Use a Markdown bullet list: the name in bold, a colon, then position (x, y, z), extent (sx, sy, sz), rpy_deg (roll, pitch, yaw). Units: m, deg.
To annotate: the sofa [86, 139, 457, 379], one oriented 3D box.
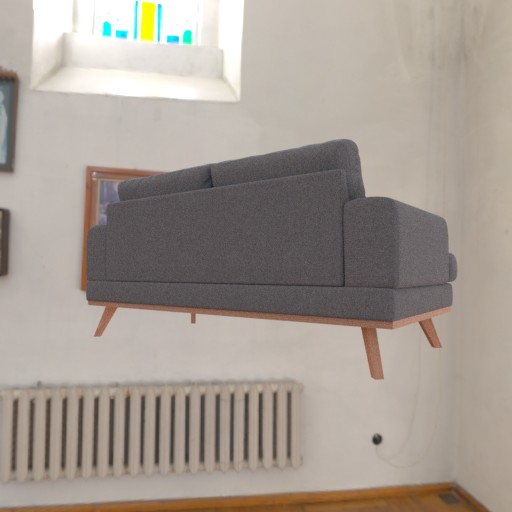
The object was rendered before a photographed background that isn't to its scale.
- **sofa**: position (0.000, 0.000, 2.126), extent (1.650, 0.810, 0.785), rpy_deg (-1, -2, 37)
